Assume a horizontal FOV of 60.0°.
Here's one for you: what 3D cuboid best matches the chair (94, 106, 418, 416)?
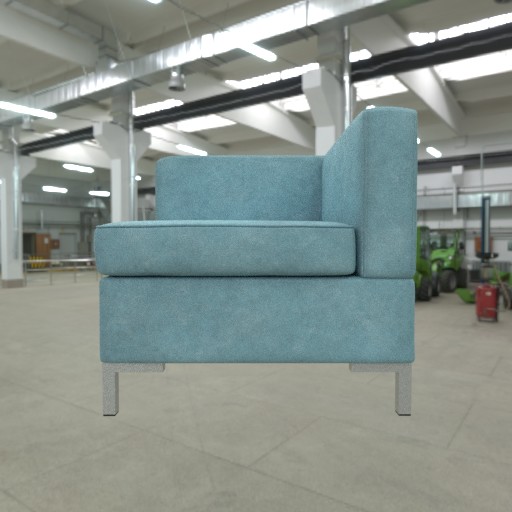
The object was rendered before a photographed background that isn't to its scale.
[{"bbox_3d":[0.000,0.000,1.233,0.691,0.660,0.684,0,2,0],"label":"chair"}]
